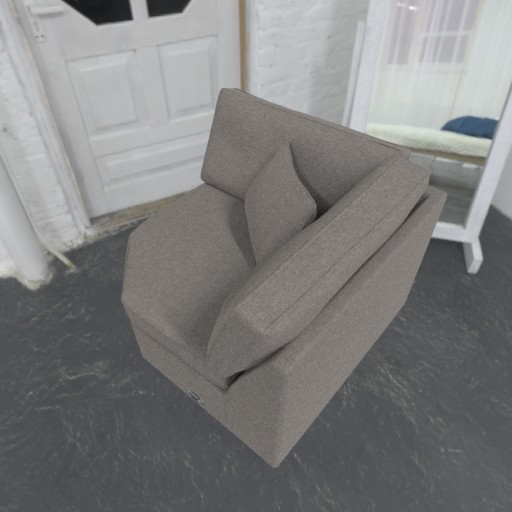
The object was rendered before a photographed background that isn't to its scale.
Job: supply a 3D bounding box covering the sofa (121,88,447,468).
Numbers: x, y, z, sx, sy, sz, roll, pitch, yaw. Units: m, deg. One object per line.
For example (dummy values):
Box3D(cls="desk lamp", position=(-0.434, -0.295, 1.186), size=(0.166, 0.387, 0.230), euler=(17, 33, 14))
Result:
Box3D(cls="sofa", position=(0.000, 0.000, 1.849), size=(1.050, 0.951, 1.042), euler=(31, 54, 26))
